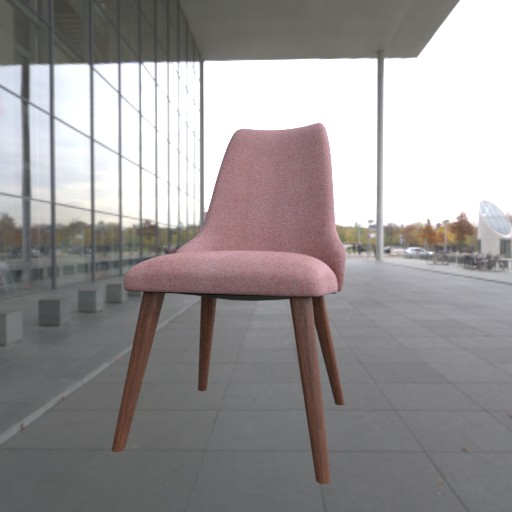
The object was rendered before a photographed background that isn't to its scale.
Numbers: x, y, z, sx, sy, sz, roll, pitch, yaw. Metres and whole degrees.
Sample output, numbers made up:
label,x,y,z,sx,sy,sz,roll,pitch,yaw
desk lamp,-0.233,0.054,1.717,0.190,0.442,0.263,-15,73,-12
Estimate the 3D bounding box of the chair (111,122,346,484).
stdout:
label,x,y,z,sx,sy,sz,roll,pitch,yaw
chair,0.000,0.000,1.306,0.535,0.918,0.707,0,1,18
